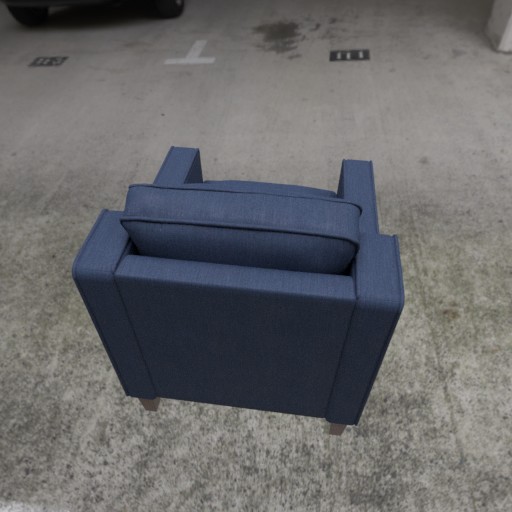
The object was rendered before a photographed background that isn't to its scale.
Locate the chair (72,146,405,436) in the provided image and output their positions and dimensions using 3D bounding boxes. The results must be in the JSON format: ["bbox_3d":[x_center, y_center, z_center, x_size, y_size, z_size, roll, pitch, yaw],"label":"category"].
[{"bbox_3d":[0.000,0.000,1.633,0.831,0.960,0.909,5,46,5],"label":"chair"}]
